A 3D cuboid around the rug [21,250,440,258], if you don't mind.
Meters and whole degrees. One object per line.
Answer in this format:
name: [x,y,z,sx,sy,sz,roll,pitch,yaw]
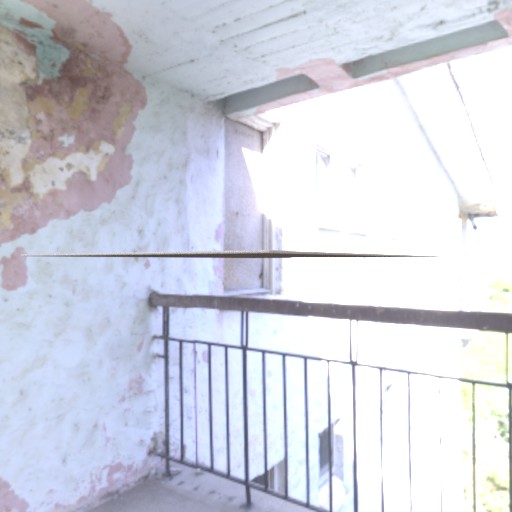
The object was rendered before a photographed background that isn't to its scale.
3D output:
rug: [0.000,0.000,4.043,2.441,0.015,3.050,0,-1,37]
